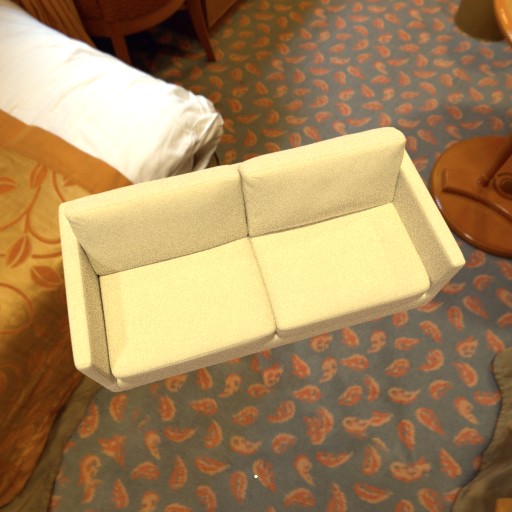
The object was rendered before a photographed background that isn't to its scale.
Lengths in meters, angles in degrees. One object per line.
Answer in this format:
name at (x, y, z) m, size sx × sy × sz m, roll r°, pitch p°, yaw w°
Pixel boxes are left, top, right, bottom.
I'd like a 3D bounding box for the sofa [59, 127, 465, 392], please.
sofa at (0.000, 0.000, 2.532) m, size 1.981 × 0.889 × 0.965 m, roll -14°, pitch 64°, yaw -7°
